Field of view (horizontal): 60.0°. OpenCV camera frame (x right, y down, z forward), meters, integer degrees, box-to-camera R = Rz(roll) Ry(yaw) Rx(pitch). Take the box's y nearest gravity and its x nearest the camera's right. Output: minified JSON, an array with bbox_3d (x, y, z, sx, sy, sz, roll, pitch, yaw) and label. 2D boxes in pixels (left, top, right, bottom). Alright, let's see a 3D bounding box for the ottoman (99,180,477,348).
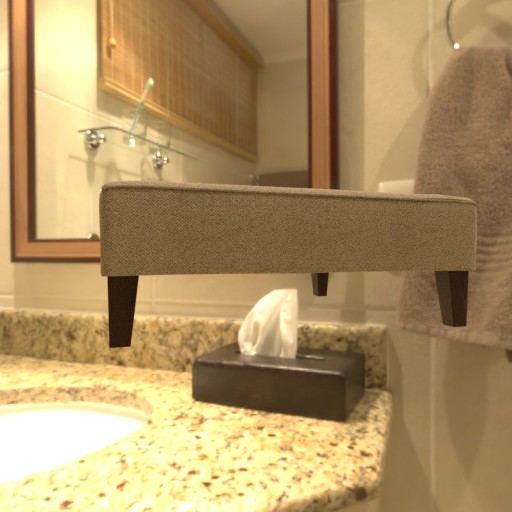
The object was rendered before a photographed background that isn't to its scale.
[{"bbox_3d":[0.000,0.000,1.520,0.982,0.381,0.973,0,1,-17],"label":"ottoman"}]
